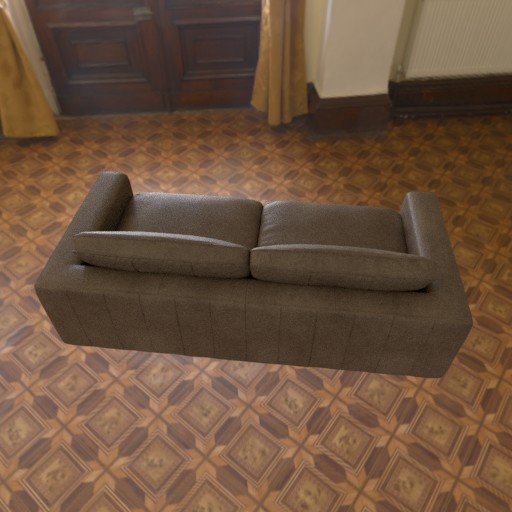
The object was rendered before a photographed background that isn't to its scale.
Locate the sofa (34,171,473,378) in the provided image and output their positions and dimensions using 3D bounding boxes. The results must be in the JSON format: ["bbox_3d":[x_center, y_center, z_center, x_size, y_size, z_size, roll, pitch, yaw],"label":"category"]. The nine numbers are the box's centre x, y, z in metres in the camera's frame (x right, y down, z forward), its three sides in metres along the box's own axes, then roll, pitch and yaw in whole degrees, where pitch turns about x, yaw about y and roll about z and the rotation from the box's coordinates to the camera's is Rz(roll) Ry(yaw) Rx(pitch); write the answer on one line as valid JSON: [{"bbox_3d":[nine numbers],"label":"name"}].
[{"bbox_3d":[0.000,0.000,2.712,2.262,0.801,1.070,4,46,4],"label":"sofa"}]
